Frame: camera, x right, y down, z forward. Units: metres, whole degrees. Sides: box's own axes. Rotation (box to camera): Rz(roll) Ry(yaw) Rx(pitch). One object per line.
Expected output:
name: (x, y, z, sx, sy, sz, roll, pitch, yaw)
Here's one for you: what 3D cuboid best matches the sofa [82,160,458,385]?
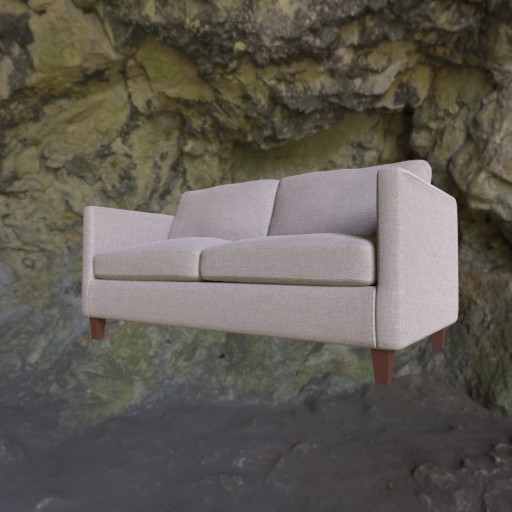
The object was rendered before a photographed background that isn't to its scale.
sofa: (0.000, 0.000, 2.414, 1.884, 0.947, 0.951, -1, -2, 35)
